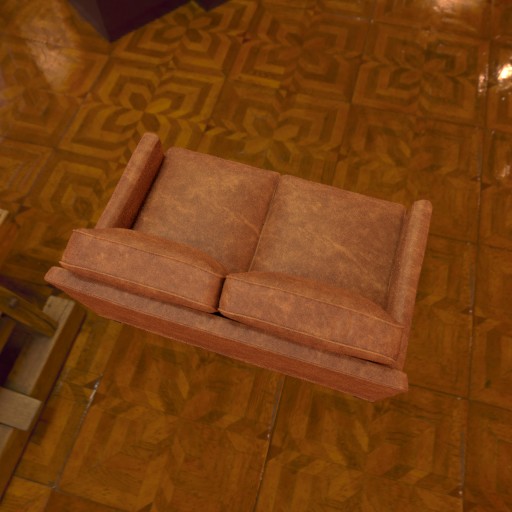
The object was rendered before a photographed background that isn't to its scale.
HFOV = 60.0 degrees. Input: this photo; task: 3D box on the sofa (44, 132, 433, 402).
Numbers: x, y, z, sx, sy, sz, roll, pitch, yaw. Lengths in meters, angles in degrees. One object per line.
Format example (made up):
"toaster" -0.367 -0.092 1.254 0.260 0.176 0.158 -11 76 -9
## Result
"sofa" 0.000 0.000 2.255 1.597 1.003 1.084 16 65 8
